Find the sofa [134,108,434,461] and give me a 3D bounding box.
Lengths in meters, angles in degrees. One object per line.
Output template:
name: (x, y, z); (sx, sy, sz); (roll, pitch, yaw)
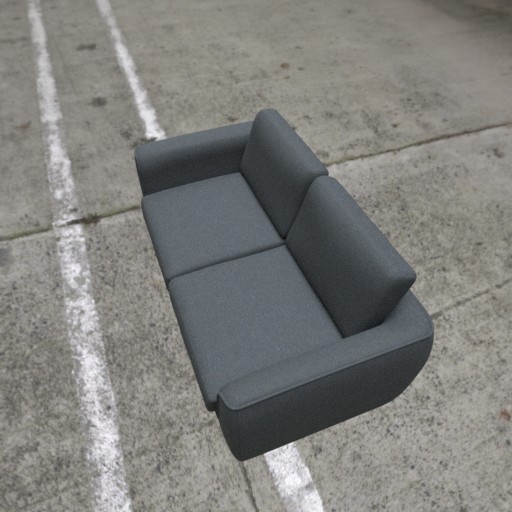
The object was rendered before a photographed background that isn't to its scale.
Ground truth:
sofa: (0.000, 0.000, 2.210); (0.920, 0.850, 1.700); (-16, 48, -15)
